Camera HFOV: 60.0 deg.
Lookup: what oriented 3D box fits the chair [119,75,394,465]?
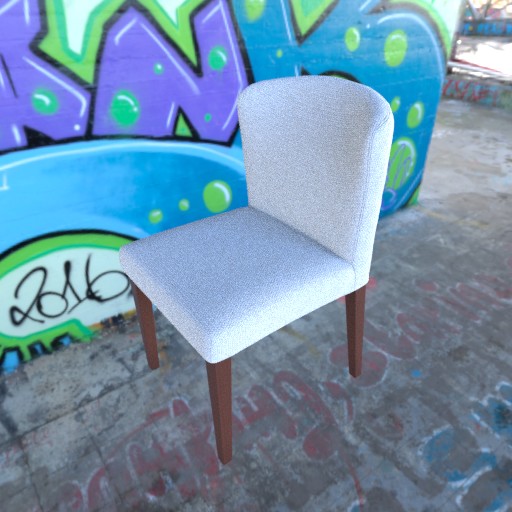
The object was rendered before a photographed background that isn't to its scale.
[{"bbox_3d":[0.000,0.000,1.189,0.589,0.839,0.491,-22,38,-31],"label":"chair"}]
